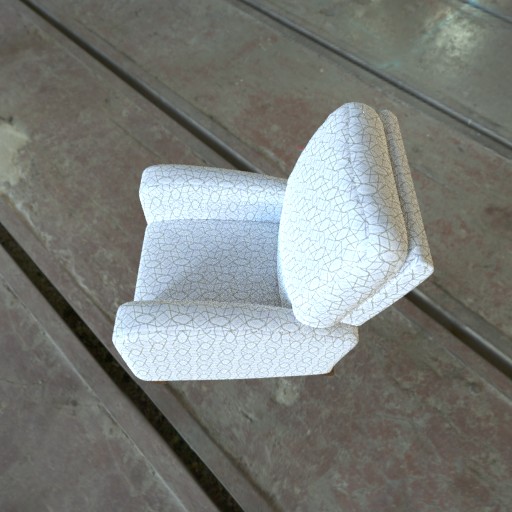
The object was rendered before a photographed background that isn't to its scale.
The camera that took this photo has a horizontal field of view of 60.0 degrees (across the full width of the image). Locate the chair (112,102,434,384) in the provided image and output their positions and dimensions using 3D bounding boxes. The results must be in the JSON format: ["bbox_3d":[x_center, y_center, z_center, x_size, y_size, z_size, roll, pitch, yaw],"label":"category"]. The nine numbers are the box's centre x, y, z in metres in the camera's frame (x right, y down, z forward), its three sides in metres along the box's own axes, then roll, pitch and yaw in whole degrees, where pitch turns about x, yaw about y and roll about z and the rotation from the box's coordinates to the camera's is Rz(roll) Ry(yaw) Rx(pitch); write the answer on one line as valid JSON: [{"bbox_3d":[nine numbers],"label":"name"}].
[{"bbox_3d":[0.000,0.000,1.756,0.995,1.064,0.796,0,58,0],"label":"chair"}]
